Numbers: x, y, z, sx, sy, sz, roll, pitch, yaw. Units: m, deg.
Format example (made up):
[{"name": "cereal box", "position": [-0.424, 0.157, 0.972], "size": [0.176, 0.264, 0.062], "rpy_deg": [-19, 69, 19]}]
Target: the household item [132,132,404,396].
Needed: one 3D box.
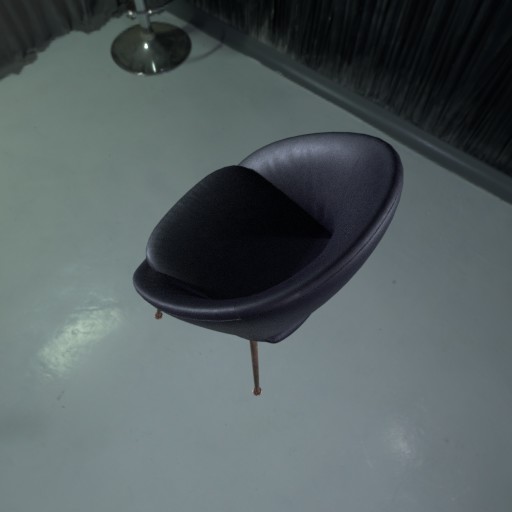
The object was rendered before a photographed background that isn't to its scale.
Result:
[{"name": "household item", "position": [0.000, 0.000, 1.248], "size": [0.573, 0.852, 0.623], "rpy_deg": [34, 67, 16]}]
